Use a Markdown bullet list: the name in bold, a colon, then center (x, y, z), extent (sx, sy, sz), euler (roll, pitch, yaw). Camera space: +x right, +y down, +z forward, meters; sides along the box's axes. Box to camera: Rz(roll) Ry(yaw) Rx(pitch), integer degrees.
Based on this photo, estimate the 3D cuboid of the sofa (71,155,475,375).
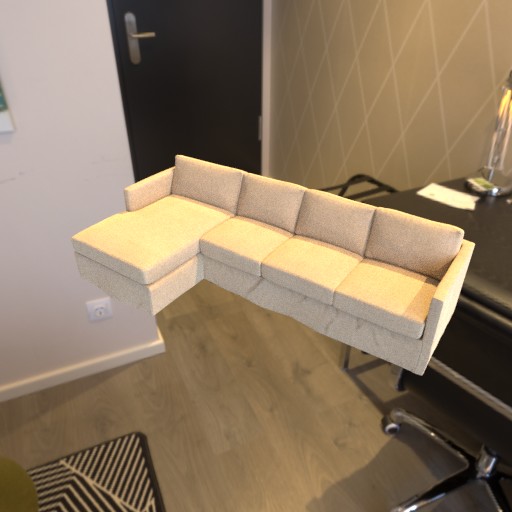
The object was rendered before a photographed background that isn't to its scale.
- **sofa**: center (0.000, 0.000, 3.927), extent (3.205, 0.922, 1.650), euler (21, 38, 29)
